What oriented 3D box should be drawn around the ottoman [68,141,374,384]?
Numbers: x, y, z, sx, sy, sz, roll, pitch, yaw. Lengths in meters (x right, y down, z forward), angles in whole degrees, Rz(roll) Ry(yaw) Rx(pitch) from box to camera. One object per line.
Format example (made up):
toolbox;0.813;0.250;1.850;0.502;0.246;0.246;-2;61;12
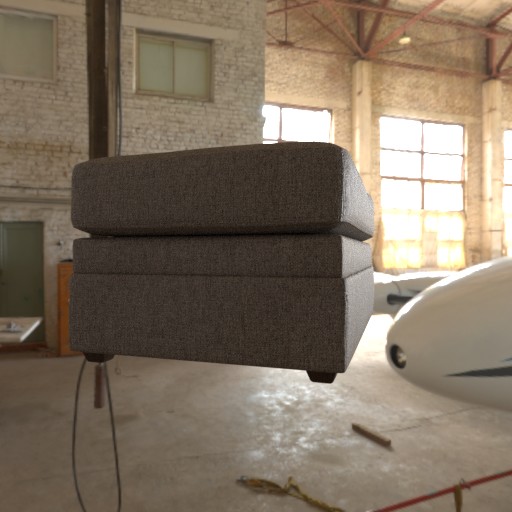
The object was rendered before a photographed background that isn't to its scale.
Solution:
ottoman;0.000;0.000;1.289;0.637;0.478;0.885;0;0;18
